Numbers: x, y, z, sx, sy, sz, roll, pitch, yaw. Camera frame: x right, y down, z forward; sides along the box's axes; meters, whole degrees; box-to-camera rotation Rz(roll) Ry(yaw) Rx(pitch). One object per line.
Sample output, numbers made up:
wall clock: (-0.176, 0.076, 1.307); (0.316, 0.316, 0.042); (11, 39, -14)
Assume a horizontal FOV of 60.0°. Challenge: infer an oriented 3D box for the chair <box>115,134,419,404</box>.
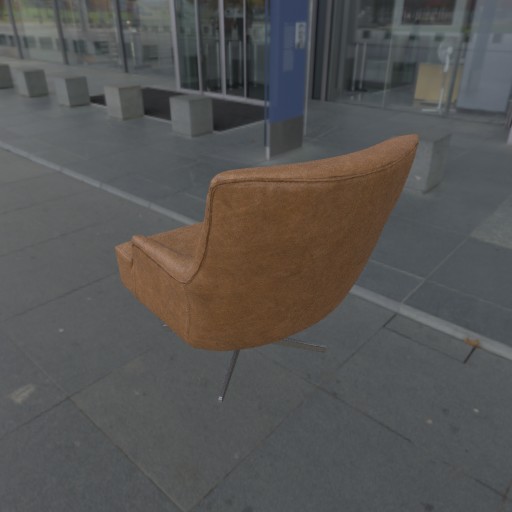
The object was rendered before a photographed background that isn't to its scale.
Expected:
chair: (0.000, 0.000, 1.500); (0.729, 0.869, 0.874); (-18, 33, -29)
